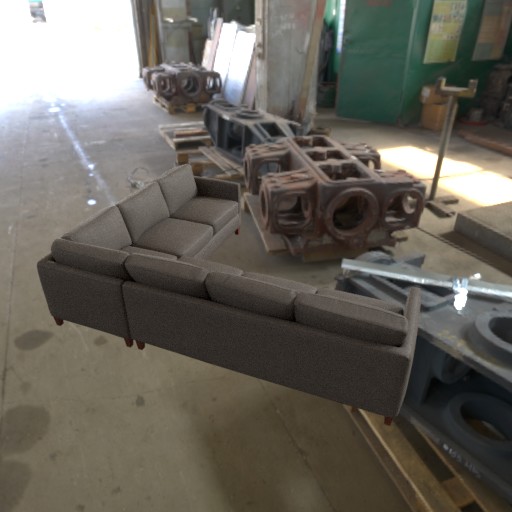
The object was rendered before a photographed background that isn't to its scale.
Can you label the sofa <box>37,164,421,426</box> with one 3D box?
[{"bbox_3d":[0.000,0.000,4.600,3.302,0.947,2.593,12,32,19],"label":"sofa"}]
